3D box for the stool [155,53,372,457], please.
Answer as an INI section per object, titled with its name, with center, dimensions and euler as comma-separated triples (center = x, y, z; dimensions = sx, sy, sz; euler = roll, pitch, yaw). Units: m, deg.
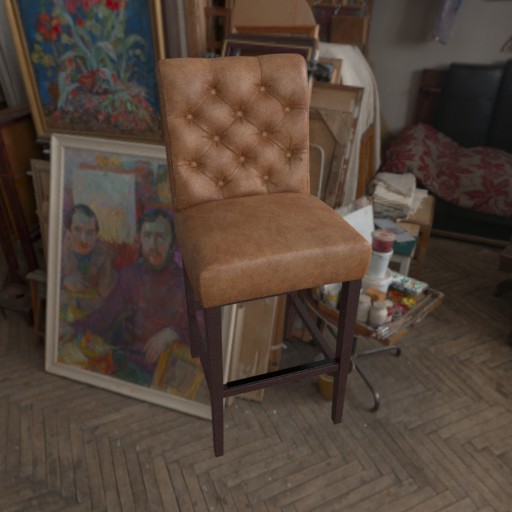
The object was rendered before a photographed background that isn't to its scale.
[stool]
center = 0.000, 0.000, 1.445
dimensions = 0.493, 1.140, 0.601
euler = -9, 33, -15
